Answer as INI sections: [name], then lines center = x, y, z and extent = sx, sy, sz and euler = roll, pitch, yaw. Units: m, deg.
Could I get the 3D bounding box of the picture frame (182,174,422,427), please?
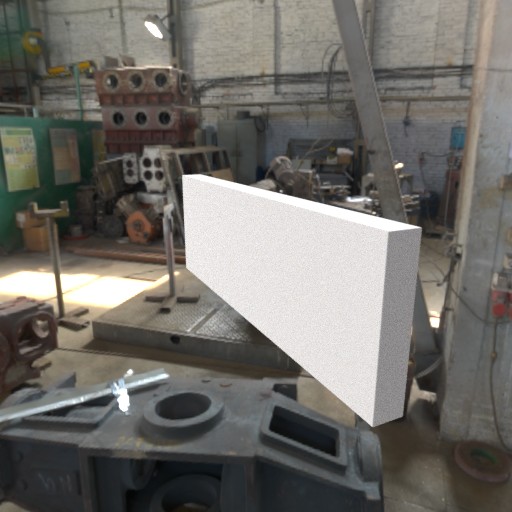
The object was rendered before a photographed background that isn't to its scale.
[picture frame]
center = 0.000, 0.000, 0.858
extent = 0.050, 0.250, 0.759
euler = -7, 17, -25
